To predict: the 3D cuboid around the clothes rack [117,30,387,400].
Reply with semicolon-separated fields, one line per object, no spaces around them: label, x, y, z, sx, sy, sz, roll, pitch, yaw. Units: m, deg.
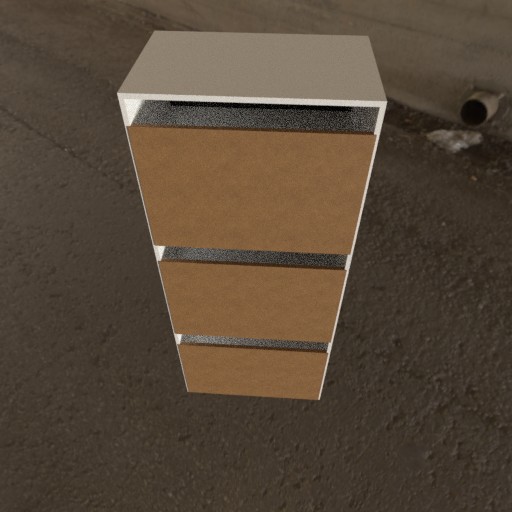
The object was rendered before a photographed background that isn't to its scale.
clothes rack;0.000;0.000;1.359;0.500;1.187;0.330;3;46;3
